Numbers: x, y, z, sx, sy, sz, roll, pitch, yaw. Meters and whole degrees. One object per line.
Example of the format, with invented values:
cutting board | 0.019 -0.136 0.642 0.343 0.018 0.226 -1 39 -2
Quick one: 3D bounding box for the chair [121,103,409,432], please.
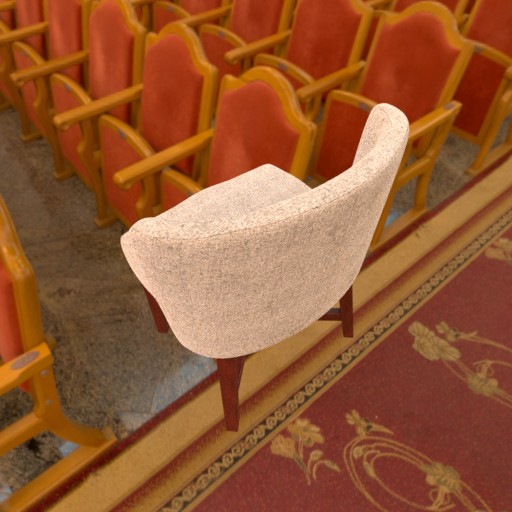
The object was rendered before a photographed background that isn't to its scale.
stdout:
chair | 0.000 0.000 1.266 0.728 0.827 0.575 -31 54 -26
